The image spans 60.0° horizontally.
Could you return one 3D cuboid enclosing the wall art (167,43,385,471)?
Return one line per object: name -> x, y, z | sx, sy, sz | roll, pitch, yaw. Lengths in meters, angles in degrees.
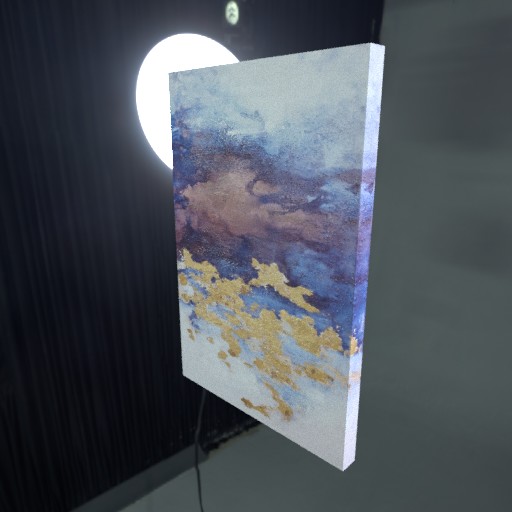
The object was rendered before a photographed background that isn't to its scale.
wall art -> 0.000, 0.000, 1.078 | 0.583, 0.874, 0.048 | 15, 22, 42
